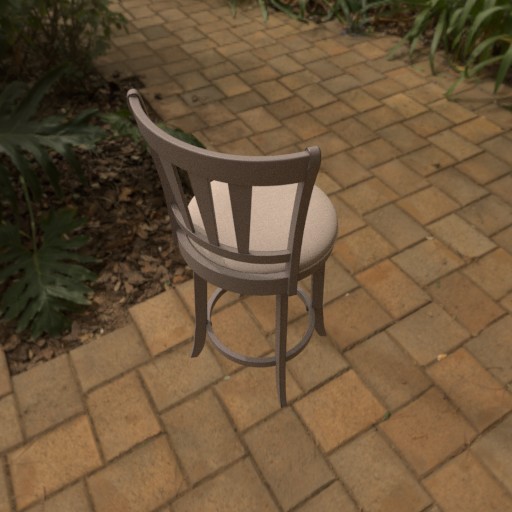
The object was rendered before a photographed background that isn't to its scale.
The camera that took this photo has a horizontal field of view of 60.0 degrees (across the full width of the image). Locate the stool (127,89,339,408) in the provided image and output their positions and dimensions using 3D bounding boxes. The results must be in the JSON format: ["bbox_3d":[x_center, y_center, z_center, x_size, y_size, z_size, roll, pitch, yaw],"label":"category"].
[{"bbox_3d":[0.000,0.000,1.282,0.436,1.023,0.475,23,51,20],"label":"stool"}]
